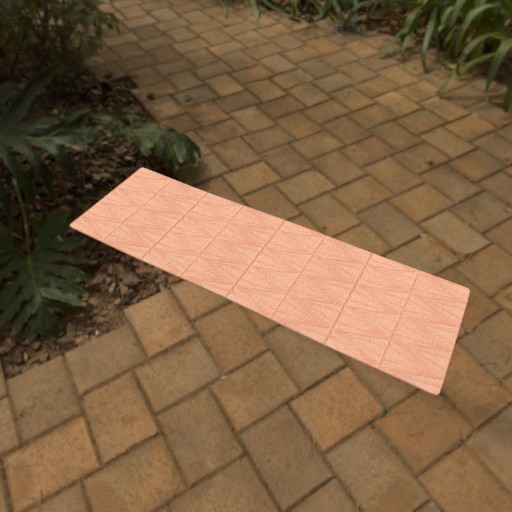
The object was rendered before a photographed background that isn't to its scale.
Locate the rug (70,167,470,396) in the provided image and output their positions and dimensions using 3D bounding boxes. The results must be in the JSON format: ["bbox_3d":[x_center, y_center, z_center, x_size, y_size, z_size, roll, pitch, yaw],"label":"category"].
[{"bbox_3d":[0.000,0.000,2.748,2.435,0.015,0.760,22,51,20],"label":"rug"}]
